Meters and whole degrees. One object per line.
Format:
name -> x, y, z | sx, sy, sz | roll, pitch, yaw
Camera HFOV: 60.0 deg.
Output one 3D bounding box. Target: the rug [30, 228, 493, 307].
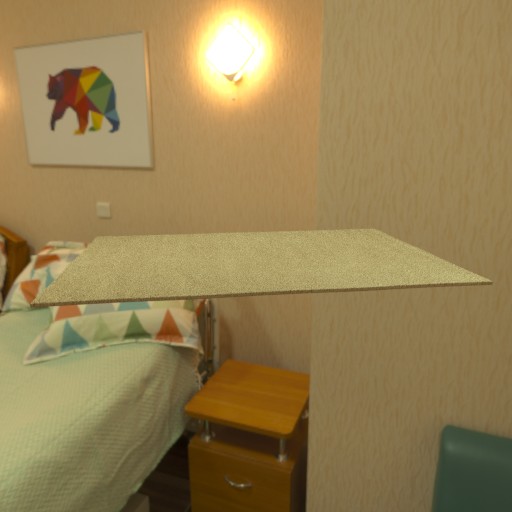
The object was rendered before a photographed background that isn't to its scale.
rug -> 0.000, 0.000, 3.412 | 2.699, 0.025, 1.800 | -2, 14, -8
